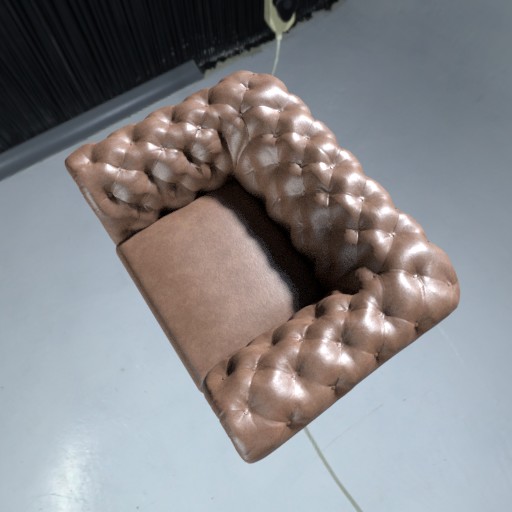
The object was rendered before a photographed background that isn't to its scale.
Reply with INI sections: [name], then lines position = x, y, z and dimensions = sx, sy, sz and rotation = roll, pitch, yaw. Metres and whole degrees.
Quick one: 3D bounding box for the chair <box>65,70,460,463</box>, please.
[chair]
position = 0.000, 0.000, 1.847
dimensions = 0.954, 0.784, 1.298
rotation = -32, 69, -14
